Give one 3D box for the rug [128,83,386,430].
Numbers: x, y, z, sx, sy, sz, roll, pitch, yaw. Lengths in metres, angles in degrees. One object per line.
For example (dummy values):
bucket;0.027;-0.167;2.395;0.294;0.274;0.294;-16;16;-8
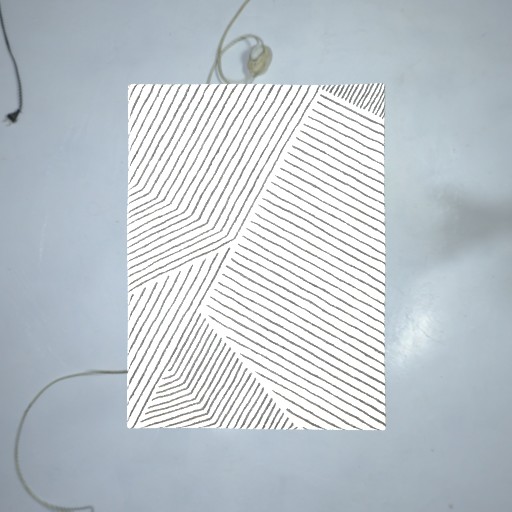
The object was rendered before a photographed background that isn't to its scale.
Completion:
rug;0.000;0.000;3.143;1.829;0.028;2.449;0;90;1
